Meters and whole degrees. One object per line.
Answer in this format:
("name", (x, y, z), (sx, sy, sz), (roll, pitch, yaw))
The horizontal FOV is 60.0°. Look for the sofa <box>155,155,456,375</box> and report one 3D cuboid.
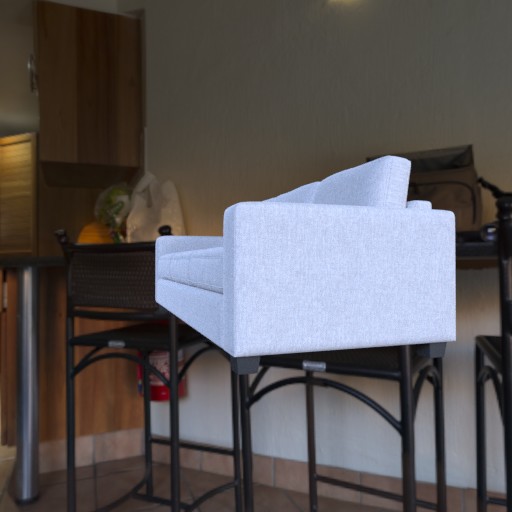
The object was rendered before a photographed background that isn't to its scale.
("sofa", (0.000, 0.000, 2.534), (0.900, 0.800, 2.120), (0, -1, -19))
